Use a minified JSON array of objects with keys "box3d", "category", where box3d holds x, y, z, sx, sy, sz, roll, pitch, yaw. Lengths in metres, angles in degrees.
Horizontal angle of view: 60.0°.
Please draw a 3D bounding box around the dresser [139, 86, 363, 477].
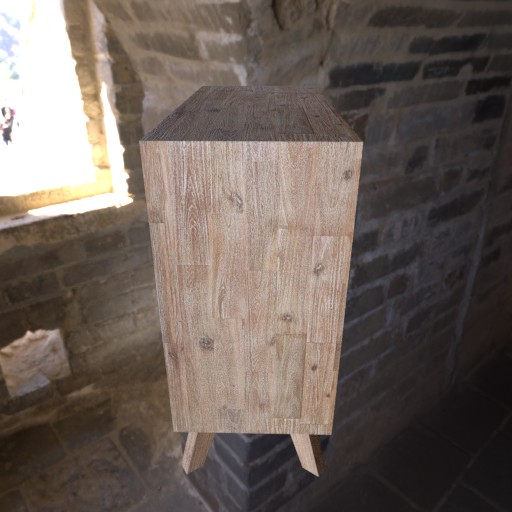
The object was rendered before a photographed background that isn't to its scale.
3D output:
[{"box3d":[0.000,0.000,1.574,0.455,1.029,0.998,1,27,1],"category":"dresser"}]
